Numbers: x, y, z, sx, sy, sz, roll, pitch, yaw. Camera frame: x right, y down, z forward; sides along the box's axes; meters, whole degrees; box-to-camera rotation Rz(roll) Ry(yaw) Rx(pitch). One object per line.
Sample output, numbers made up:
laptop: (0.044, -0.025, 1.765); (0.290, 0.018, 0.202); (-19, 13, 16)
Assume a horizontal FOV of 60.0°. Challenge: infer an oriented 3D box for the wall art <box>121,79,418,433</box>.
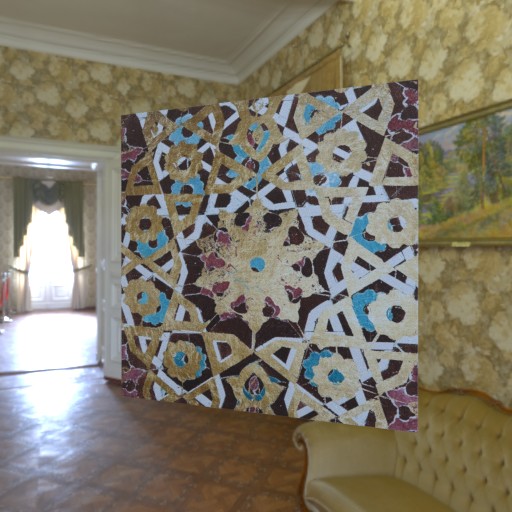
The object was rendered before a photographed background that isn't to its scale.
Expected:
wall art: (0.000, 0.000, 0.887); (0.609, 0.613, 0.041); (0, 0, 19)
